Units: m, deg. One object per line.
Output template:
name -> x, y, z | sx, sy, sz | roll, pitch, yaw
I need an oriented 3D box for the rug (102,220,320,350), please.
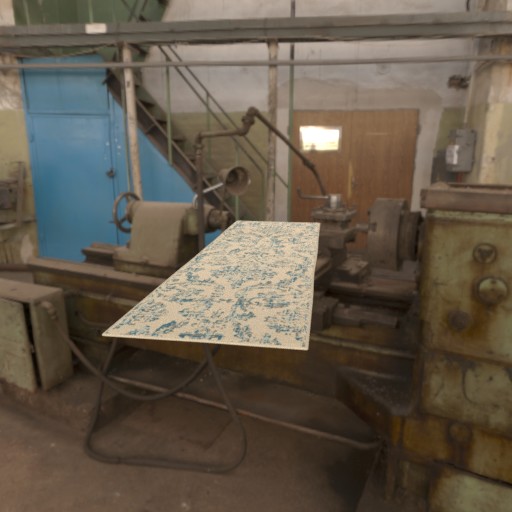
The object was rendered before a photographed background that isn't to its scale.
rug -> 0.000, 0.000, 2.427 | 0.662, 0.011, 2.196 | 2, 14, 9
